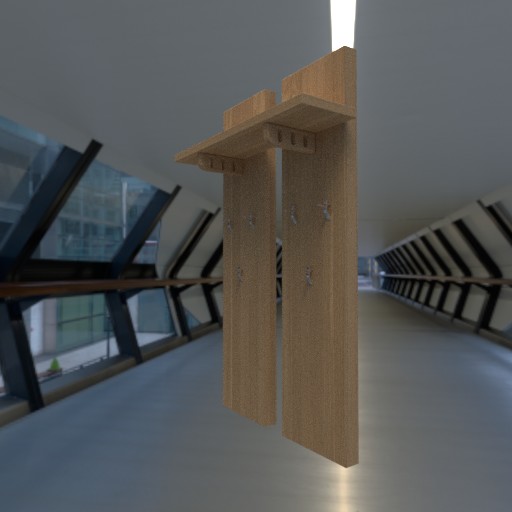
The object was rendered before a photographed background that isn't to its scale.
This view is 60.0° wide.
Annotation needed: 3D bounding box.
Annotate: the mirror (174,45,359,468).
[{"bbox_3d":[0.000,0.000,1.554,0.260,1.250,0.800,1,-2,-35],"label":"mirror"}]
